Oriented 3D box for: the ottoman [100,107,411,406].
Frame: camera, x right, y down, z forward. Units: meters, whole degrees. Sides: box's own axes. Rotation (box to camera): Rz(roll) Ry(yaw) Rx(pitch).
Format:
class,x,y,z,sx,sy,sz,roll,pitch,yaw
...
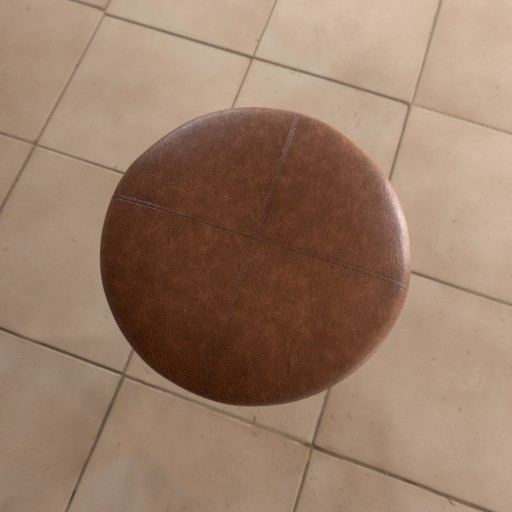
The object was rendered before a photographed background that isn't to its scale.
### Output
class,x,y,z,sx,sy,sz,roll,pitch,yaw
ottoman,0.000,0.000,1.573,1.006,0.445,1.006,0,75,0
